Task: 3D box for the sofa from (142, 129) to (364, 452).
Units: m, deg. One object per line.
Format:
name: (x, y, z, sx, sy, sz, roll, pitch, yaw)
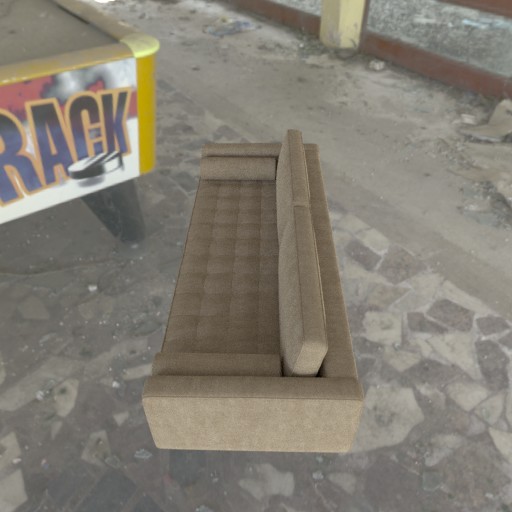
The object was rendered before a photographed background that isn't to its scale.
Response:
sofa: (0.000, 0.000, 2.689, 0.919, 0.770, 2.200, 1, 41, 1)
